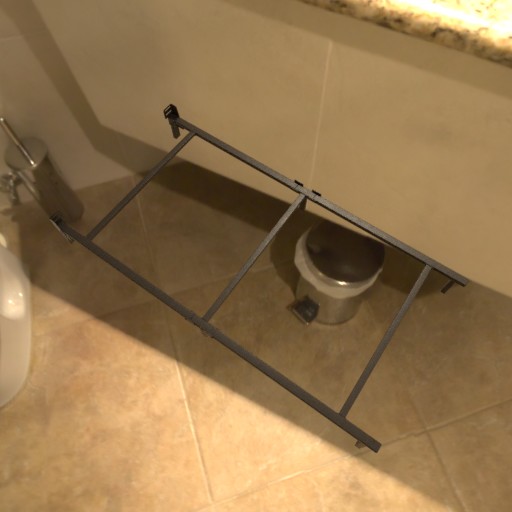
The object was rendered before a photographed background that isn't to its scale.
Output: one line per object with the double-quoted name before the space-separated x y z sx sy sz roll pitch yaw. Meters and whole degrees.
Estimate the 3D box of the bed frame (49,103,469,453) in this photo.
"bed frame" 0.000 0.000 2.295 1.897 0.248 0.968 32 68 15
